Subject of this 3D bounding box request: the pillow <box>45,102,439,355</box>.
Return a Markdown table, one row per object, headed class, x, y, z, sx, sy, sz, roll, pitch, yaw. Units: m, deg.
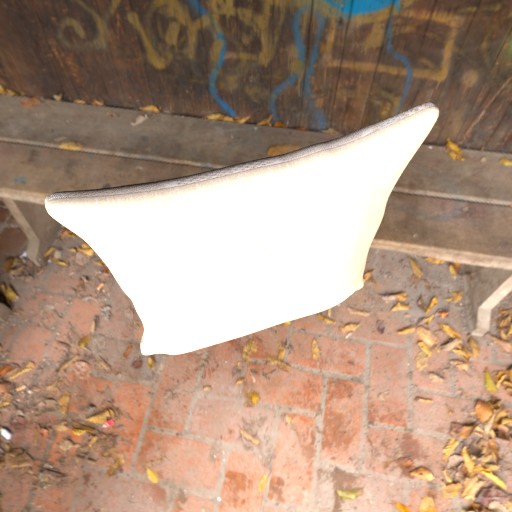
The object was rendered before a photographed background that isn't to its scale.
| class | x | y | z | sx | sy | sz | roll | pitch | yaw |
| --- | --- | --- | --- | --- | --- | --- | --- | --- | --- |
| pillow | 0.000 | 0.000 | 0.648 | 0.436 | 0.432 | 0.138 | -16 | 59 | -10 |
